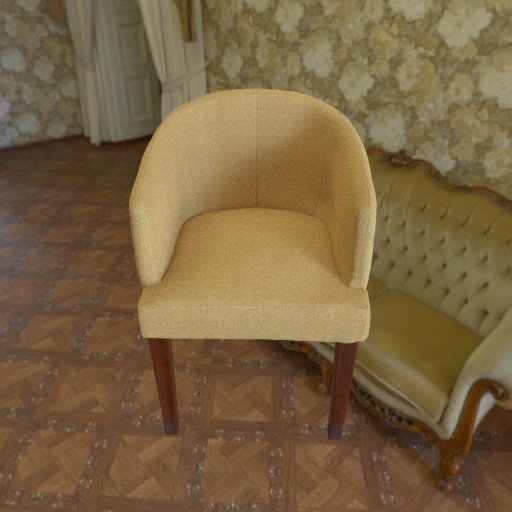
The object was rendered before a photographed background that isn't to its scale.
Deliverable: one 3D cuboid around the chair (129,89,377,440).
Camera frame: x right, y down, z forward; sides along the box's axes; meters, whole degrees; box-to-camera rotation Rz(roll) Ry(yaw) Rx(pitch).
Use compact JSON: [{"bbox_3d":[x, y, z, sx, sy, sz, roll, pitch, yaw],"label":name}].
[{"bbox_3d":[0.000,0.000,1.272,0.583,0.811,0.655,1,30,1],"label":"chair"}]
